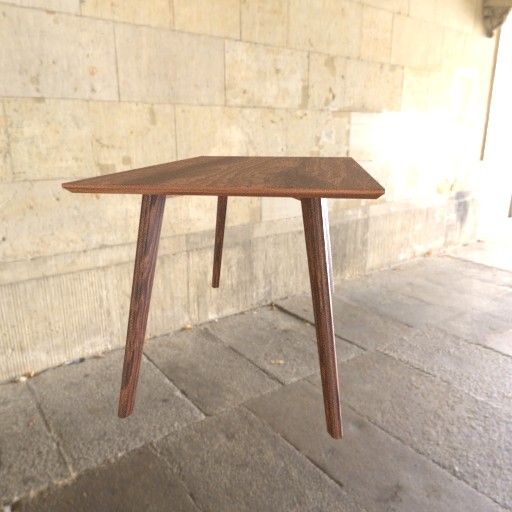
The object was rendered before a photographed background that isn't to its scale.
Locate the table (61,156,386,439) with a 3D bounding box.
[{"bbox_3d":[0.000,0.000,1.810,0.801,0.724,1.349,2,16,8],"label":"table"}]
